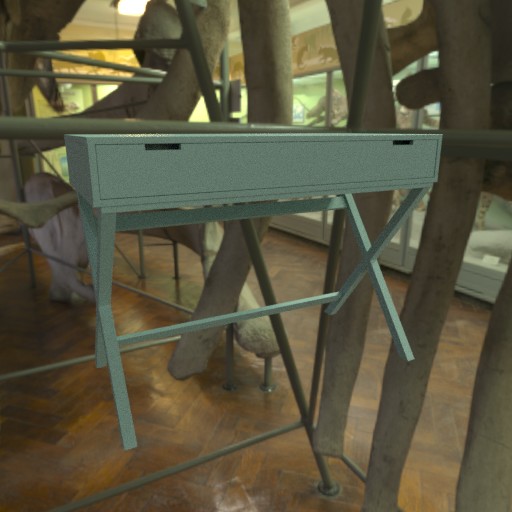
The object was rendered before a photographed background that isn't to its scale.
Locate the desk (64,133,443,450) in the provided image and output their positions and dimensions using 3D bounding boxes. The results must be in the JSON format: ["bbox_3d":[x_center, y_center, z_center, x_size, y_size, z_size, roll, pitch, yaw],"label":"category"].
[{"bbox_3d":[0.000,0.000,1.477,1.059,0.780,0.509,-8,18,-26],"label":"desk"}]
